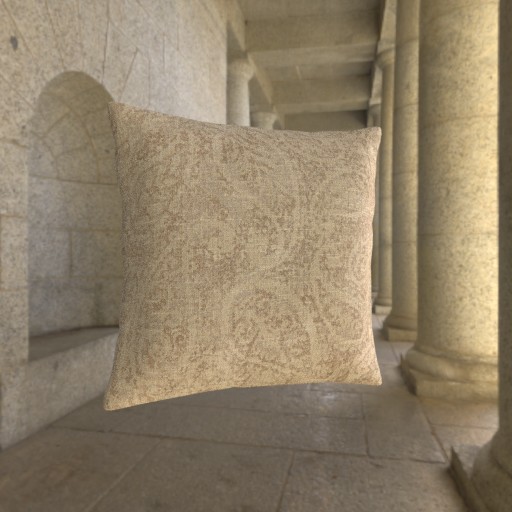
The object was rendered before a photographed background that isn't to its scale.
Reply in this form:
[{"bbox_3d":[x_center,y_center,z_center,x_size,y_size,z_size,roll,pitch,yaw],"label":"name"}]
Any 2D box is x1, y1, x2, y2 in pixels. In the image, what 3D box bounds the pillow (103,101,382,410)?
[{"bbox_3d":[0.000,0.000,0.801,0.523,0.510,0.166,0,1,-18],"label":"pillow"}]
